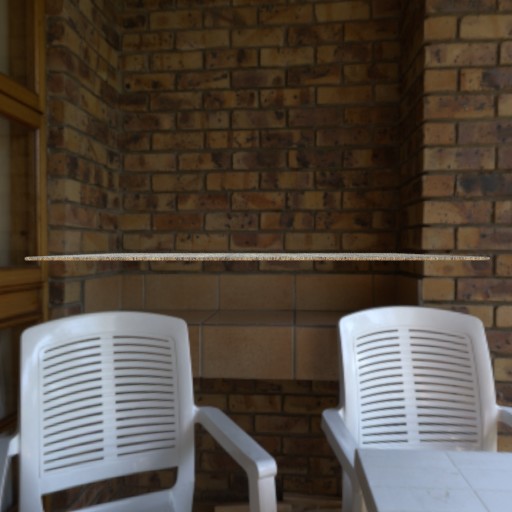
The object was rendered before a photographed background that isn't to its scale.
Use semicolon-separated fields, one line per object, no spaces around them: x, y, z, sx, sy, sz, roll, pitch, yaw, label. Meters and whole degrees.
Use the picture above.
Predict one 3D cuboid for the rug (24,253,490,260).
0.000;0.000;2.362;1.846;0.014;1.243;0;1;-1;rug
